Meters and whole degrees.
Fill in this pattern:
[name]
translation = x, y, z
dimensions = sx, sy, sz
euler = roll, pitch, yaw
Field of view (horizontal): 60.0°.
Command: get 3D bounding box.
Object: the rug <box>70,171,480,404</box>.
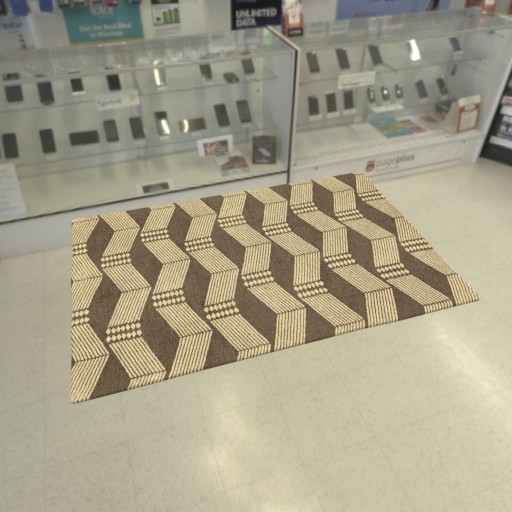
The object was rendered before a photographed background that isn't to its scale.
[rug]
translation = 0.000, 0.000, 2.301
dimensions = 1.833, 0.016, 1.210
euler = -11, 42, -13
